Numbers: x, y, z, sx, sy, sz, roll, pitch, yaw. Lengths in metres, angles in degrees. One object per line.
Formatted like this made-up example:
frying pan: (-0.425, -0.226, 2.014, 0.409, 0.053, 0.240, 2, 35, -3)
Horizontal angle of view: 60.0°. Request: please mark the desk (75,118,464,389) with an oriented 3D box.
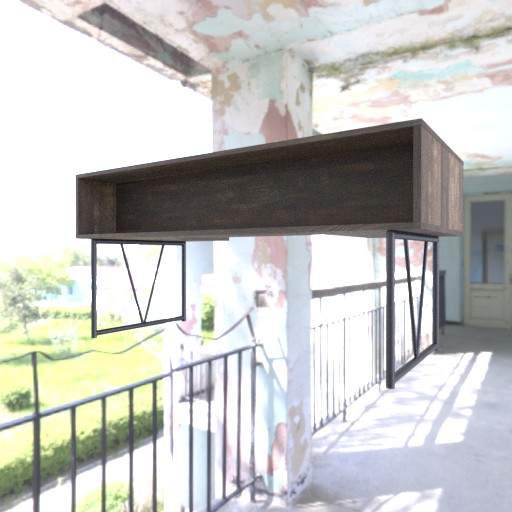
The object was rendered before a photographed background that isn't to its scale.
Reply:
desk: (0.000, 0.000, 1.988, 1.600, 0.780, 0.730, 0, 0, 34)
